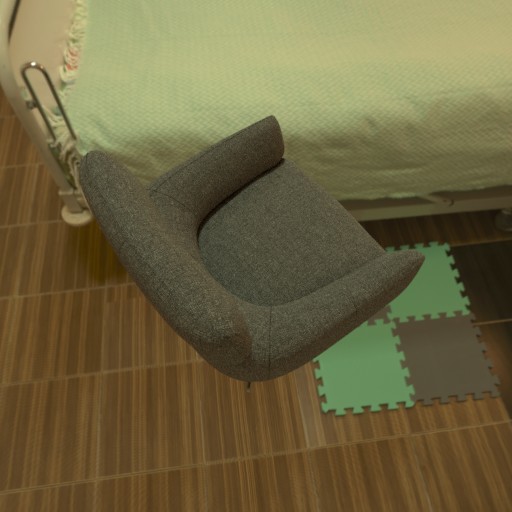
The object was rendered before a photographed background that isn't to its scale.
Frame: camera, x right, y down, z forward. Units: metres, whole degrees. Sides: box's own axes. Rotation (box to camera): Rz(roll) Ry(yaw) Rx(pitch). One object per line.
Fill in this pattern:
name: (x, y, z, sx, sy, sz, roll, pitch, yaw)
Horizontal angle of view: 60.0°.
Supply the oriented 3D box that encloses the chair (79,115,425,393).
chair: (0.000, 0.000, 1.344, 0.715, 0.812, 0.706, -32, 65, -17)
